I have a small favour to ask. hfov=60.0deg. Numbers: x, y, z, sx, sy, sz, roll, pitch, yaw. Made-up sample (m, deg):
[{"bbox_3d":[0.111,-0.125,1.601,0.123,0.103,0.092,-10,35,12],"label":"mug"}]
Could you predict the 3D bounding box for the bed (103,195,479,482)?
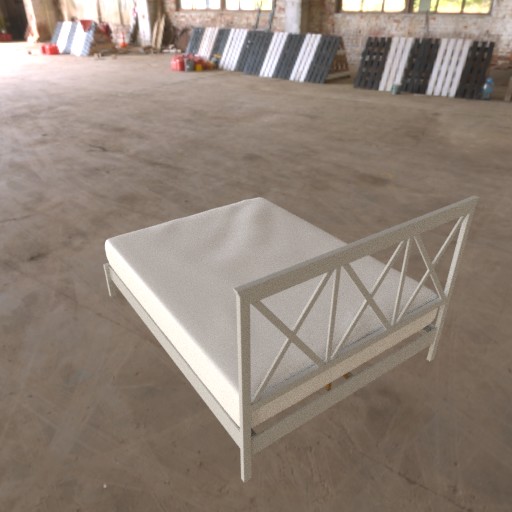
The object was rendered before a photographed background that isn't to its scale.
[{"bbox_3d":[0.000,0.000,3.229,1.673,1.253,2.135,-19,35,-30],"label":"bed"}]
